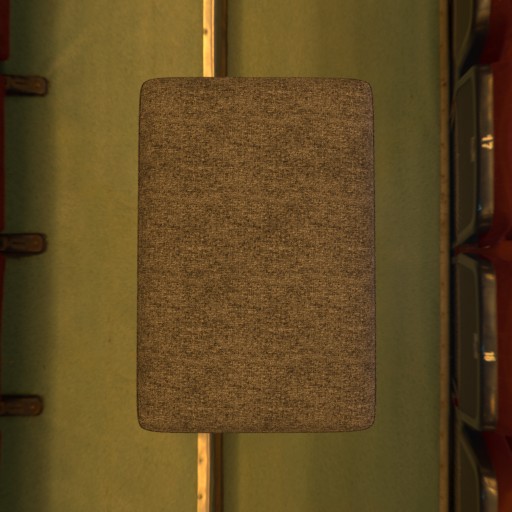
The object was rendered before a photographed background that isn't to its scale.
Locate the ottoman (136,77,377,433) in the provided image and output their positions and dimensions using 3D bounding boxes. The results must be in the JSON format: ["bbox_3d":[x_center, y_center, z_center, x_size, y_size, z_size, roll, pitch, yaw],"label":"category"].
[{"bbox_3d":[0.000,0.000,1.228,0.584,0.483,0.864,0,88,-1],"label":"ottoman"}]
